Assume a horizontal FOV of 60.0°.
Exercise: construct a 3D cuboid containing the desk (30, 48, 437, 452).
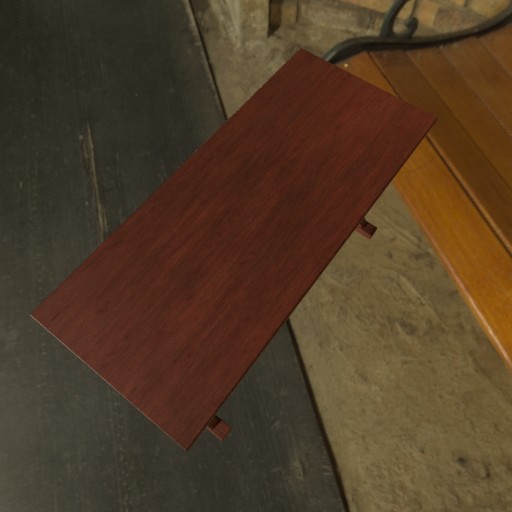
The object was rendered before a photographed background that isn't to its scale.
[{"bbox_3d":[0.000,0.000,1.775,0.600,0.761,1.372,34,69,15],"label":"desk"}]
